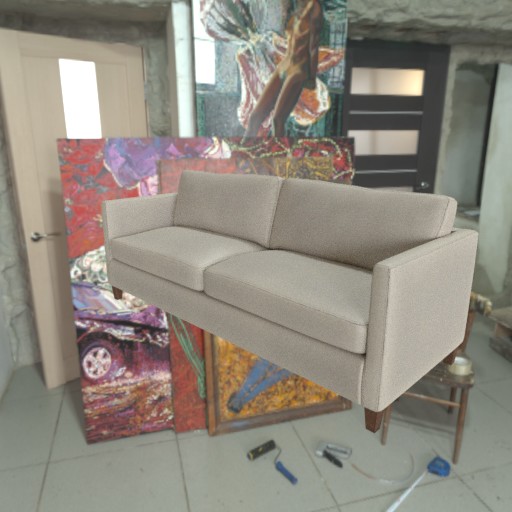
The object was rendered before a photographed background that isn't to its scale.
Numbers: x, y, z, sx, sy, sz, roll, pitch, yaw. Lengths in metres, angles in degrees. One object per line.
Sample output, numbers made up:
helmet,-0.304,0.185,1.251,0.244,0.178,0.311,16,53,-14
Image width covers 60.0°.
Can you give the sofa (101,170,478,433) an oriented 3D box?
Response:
sofa,0.000,0.000,2.842,2.361,0.968,0.951,15,22,43
